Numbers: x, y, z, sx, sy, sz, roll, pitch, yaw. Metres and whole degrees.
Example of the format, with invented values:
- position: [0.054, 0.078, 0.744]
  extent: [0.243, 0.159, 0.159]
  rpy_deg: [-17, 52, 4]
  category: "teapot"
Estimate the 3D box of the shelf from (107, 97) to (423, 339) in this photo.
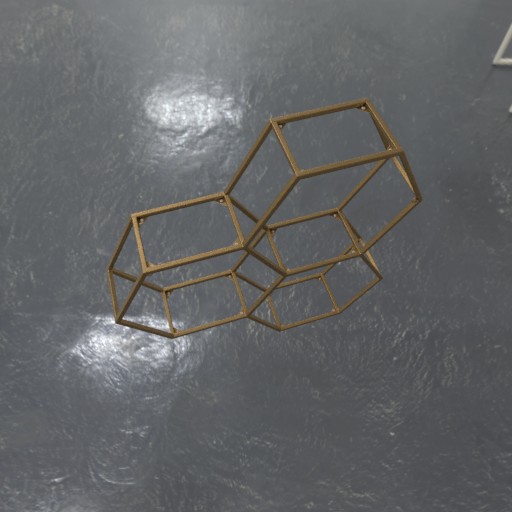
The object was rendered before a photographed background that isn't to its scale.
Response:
- position: [0.000, 0.000, 1.086]
  extent: [0.708, 0.701, 0.150]
  rpy_deg: [-15, 60, -9]
  category: "shelf"
